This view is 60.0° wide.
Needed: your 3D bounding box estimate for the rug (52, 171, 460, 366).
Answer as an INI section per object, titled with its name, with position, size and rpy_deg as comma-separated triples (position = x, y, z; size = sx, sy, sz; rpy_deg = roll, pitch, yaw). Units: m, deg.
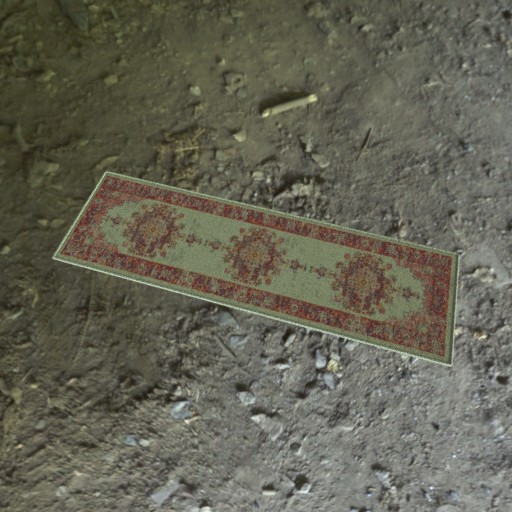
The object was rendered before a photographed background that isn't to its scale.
[rug]
position = 0.000, 0.000, 2.068
size = 1.824, 0.009, 0.562
rpy_deg = 14, 60, 8
